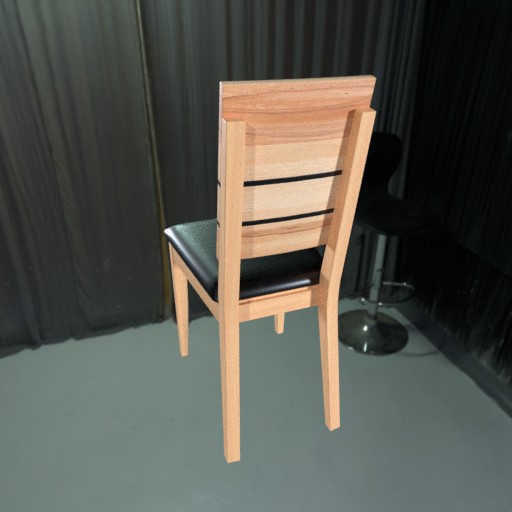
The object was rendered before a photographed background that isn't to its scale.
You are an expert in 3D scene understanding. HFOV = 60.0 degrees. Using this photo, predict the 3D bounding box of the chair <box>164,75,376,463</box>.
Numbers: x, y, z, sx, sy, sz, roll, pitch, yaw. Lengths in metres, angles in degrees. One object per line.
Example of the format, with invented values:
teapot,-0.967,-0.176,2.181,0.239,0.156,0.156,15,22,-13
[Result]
chair,0.000,0.000,1.196,0.410,0.940,0.520,-10,29,-18
